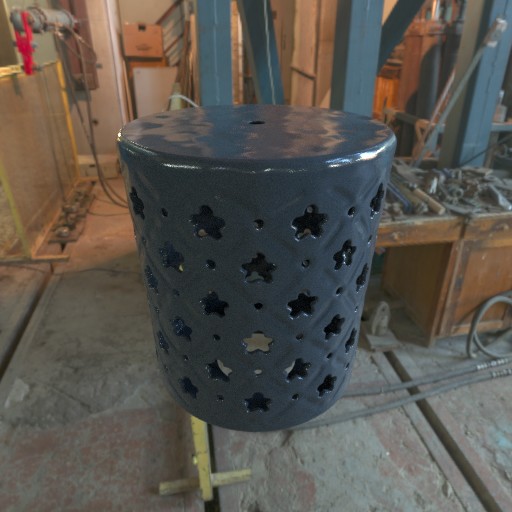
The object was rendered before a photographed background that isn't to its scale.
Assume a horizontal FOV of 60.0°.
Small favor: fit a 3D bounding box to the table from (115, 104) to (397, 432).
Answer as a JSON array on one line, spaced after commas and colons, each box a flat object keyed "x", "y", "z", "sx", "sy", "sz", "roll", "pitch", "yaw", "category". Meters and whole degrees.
[{"x": 0.000, "y": 0.000, "z": 0.658, "sx": 0.352, "sy": 0.387, "sz": 0.352, "roll": 0, "pitch": 27, "yaw": 0, "category": "table"}]
